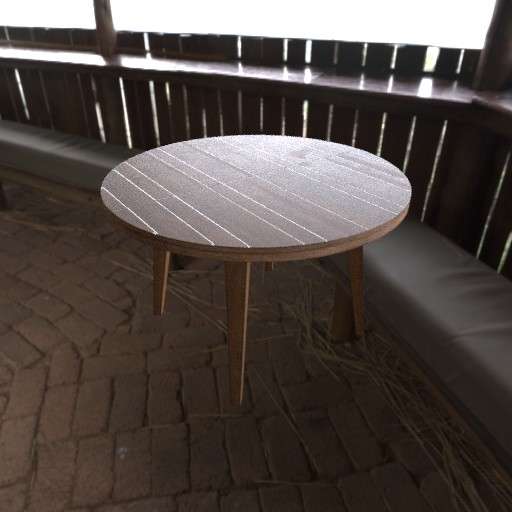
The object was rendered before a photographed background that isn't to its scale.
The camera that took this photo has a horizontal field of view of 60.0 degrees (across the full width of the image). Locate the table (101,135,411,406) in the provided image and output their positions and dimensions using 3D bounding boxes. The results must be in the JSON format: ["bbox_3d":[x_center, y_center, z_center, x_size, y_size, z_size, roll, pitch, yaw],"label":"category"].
[{"bbox_3d":[0.000,0.000,2.001,1.213,0.764,1.213,0,30,0],"label":"table"}]
